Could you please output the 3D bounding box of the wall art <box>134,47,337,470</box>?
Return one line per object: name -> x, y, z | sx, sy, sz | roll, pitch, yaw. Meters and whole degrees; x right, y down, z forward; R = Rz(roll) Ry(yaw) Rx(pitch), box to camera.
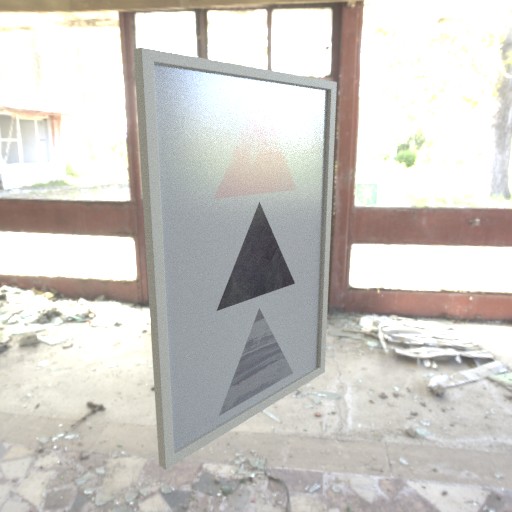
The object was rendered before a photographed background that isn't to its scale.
wall art -> 0.000, 0.000, 0.550 | 0.013, 0.433, 0.303 | 13, 19, 42
